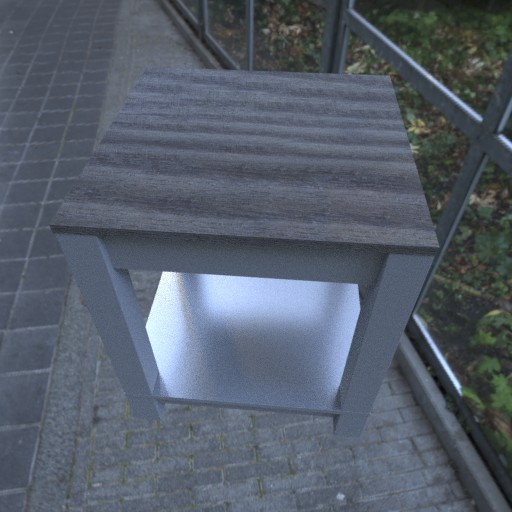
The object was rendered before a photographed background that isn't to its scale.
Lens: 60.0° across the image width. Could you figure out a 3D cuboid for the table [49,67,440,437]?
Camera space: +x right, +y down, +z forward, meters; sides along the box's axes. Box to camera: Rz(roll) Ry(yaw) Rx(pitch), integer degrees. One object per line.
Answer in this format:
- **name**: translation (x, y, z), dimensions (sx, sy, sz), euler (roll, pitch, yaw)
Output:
- **table**: translation (0.000, 0.000, 0.957), dimensions (0.506, 0.587, 0.504), euler (4, 46, 3)
